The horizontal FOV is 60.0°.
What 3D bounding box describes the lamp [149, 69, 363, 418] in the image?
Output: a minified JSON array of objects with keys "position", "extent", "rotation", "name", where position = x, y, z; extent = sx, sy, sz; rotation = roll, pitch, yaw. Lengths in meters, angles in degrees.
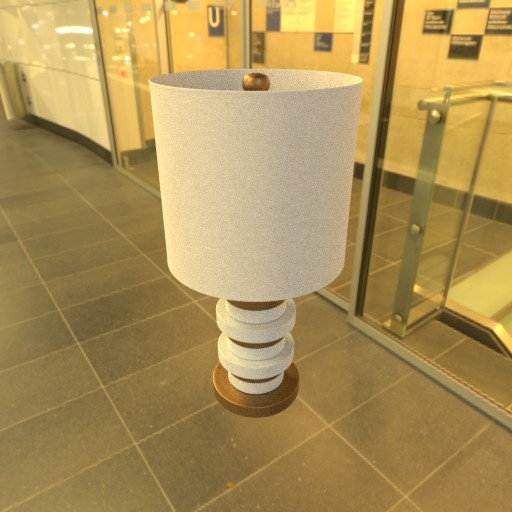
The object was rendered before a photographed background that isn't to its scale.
[{"position":[0.000,0.000,0.535],"extent":[0.210,0.410,0.210],"rotation":[18,32,30],"name":"lamp"}]
